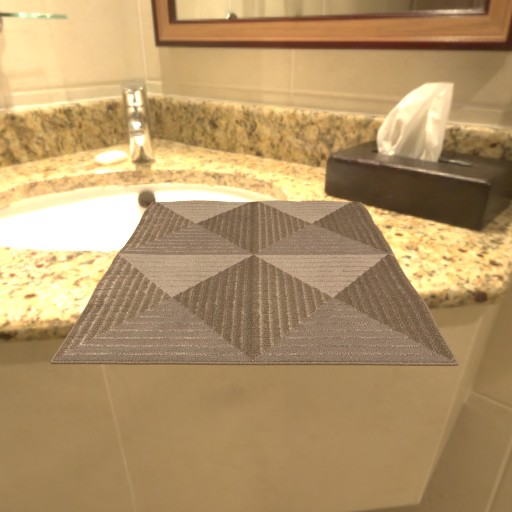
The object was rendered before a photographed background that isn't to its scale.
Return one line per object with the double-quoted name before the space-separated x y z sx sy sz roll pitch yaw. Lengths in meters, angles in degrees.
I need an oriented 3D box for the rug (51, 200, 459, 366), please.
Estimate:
"rug" 0.000 0.000 0.871 0.551 0.008 0.642 0 27 0
